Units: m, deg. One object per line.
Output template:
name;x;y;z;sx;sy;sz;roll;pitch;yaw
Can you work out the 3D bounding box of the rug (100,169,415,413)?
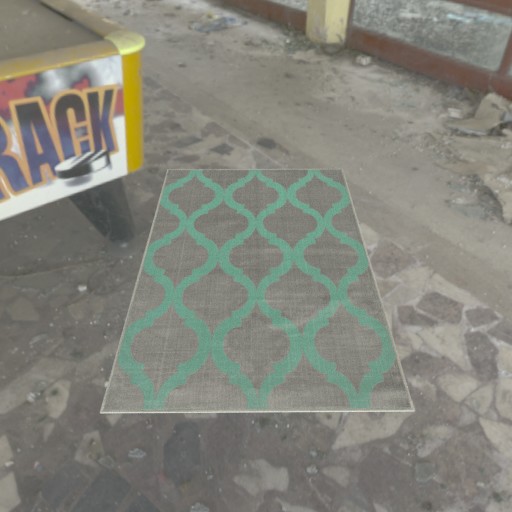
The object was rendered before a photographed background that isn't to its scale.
rug;0.000;0.000;3.003;1.524;0.006;2.286;0;41;0
